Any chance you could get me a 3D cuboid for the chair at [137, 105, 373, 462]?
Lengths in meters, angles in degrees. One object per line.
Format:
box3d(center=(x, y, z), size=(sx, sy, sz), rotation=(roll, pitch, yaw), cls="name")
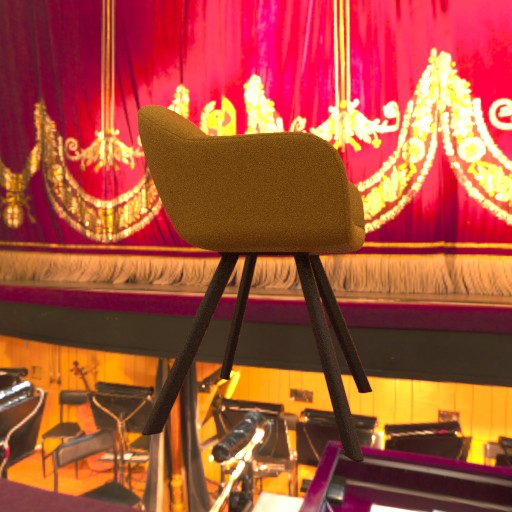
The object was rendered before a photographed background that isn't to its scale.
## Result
box3d(center=(0.000, 0.000, 1.136), size=(0.565, 0.775, 0.545), rotation=(0, 0, 17), cls="chair")
